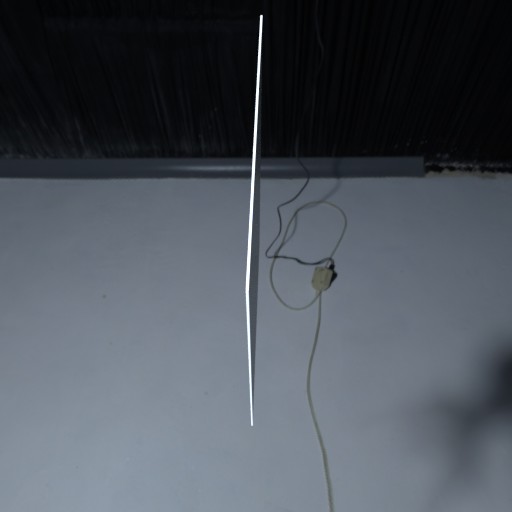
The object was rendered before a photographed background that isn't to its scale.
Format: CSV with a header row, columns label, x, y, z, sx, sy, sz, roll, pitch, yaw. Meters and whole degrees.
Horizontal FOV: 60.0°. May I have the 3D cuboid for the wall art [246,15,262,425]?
label,x,y,z,sx,sy,sz,roll,pitch,yaw
wall art,0.000,0.000,0.792,0.003,0.609,0.457,2,58,1
